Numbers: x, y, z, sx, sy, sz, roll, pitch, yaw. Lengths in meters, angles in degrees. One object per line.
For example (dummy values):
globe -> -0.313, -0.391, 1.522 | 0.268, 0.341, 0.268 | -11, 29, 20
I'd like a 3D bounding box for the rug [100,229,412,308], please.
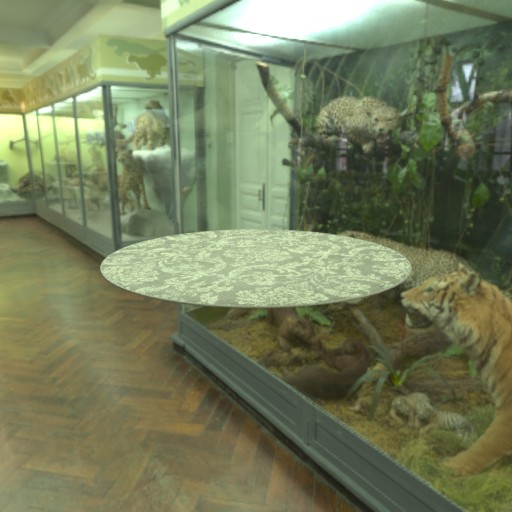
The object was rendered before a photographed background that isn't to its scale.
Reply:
rug -> 0.000, 0.000, 2.393 | 1.593, 0.012, 1.593 | 0, 14, 0
